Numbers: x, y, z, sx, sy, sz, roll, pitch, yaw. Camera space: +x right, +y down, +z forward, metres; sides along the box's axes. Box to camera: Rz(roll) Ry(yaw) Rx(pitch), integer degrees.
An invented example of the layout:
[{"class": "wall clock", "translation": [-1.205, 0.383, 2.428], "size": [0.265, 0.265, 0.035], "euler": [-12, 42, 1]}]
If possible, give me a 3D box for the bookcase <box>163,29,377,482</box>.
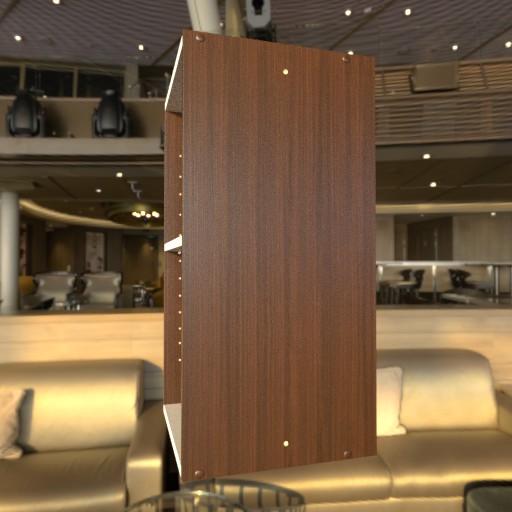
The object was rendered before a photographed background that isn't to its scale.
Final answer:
[{"class": "bookcase", "translation": [0.000, 0.000, 0.770], "size": [0.290, 0.600, 0.300], "euler": [0, -1, -16]}]
